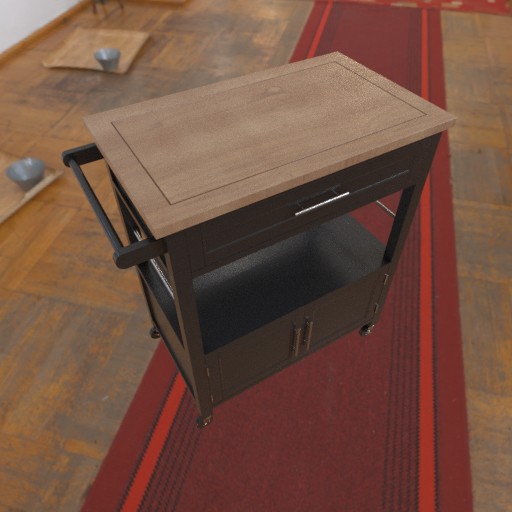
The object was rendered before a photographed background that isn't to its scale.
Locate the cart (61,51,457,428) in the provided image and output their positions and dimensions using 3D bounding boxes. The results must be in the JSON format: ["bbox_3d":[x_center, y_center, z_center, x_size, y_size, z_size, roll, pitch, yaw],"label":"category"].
[{"bbox_3d":[0.000,0.000,1.357,0.840,0.901,0.459,-23,50,-21],"label":"cart"}]
